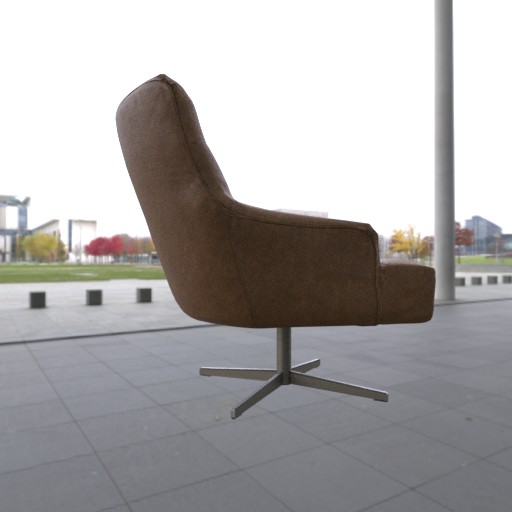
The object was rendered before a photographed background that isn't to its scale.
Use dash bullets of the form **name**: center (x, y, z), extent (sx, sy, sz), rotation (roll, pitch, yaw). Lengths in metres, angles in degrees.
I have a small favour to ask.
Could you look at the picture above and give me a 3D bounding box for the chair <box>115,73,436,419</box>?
- **chair**: center (0.000, 0.000, 1.442), extent (0.874, 0.869, 0.729), rotation (0, 0, -17)
